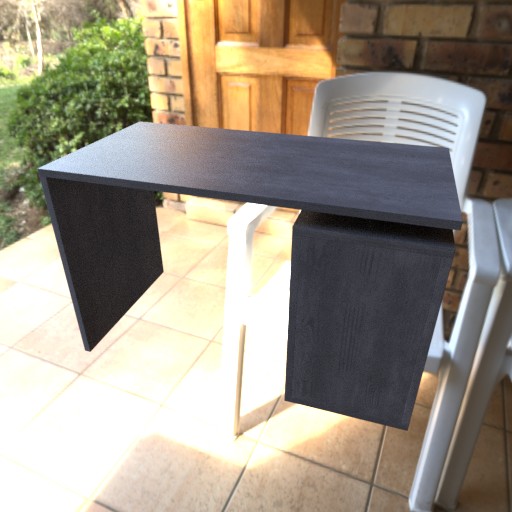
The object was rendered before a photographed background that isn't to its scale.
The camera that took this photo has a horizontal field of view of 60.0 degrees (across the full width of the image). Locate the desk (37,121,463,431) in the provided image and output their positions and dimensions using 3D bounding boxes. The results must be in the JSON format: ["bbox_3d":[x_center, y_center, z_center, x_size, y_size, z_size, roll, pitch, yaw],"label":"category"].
[{"bbox_3d":[0.000,0.000,1.621,1.200,0.740,0.600,9,32,15],"label":"desk"}]
